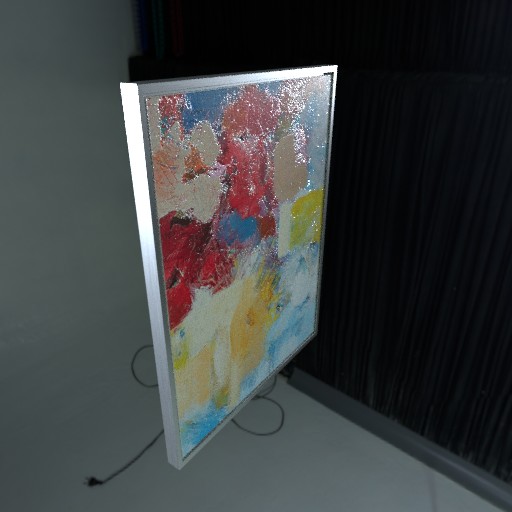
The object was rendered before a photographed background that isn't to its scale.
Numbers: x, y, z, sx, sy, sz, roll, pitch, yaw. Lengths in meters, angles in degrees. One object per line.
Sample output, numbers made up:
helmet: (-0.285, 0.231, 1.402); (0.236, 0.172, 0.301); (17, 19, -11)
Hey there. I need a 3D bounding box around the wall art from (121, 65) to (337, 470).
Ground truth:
wall art: (0.000, 0.000, 0.741); (0.025, 0.569, 0.444); (18, 31, 32)
